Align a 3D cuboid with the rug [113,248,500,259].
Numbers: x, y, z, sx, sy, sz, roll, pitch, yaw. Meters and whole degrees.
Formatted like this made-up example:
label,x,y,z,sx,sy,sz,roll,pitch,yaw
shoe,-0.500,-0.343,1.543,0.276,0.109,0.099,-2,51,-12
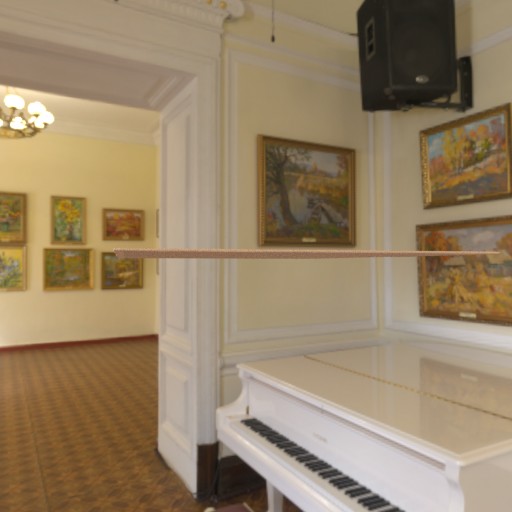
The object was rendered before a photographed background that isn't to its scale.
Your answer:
label,x,y,z,sx,sy,sz,roll,pitch,yaw
rug,0.000,0.000,3.797,2.288,0.018,2.895,0,-1,-17
